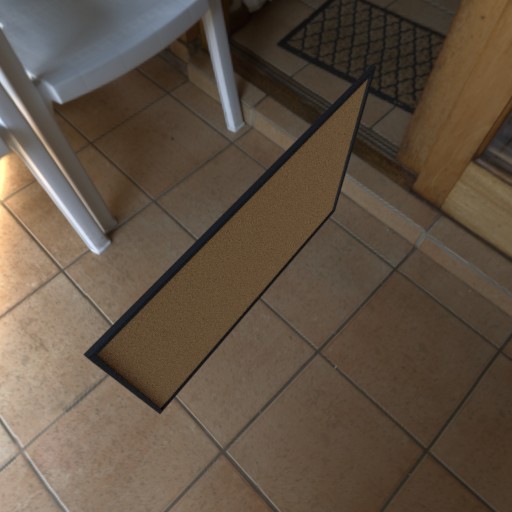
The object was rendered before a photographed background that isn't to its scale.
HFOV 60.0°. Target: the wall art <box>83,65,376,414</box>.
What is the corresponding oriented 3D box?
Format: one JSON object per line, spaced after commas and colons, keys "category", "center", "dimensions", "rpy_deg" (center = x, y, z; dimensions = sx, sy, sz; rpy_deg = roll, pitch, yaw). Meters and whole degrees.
{"category": "wall art", "center": [0.000, 0.000, 1.253], "dimensions": [0.013, 0.665, 0.963], "rpy_deg": [35, 68, 17]}
